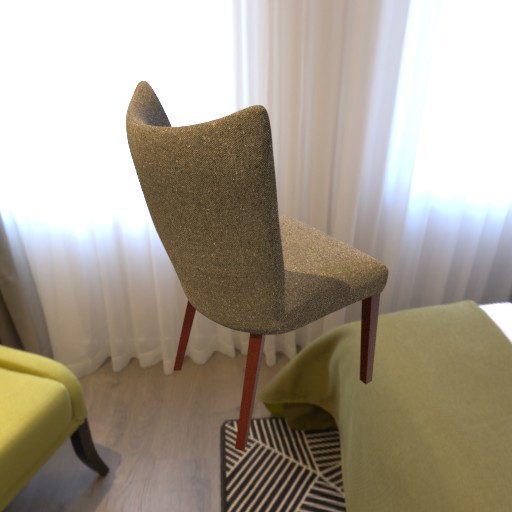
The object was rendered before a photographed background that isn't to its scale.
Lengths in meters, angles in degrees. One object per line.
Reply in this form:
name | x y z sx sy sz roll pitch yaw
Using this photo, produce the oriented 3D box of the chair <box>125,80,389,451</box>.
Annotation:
chair | 0.000 0.000 1.270 0.623 0.924 0.535 -18 33 -31
